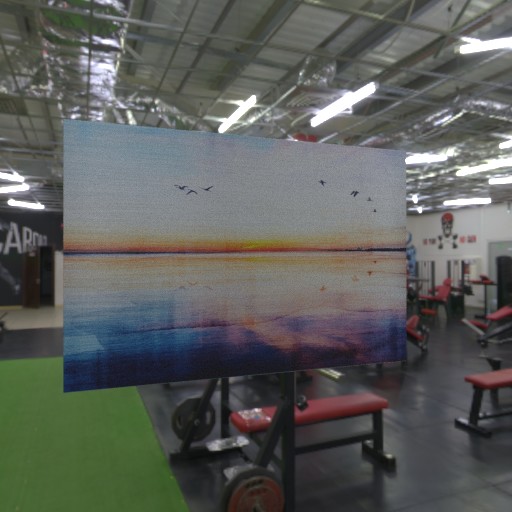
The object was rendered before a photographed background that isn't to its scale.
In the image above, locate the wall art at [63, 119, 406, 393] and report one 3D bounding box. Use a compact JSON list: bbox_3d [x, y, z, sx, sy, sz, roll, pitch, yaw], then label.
[{"bbox_3d":[0.000,0.000,1.425,1.137,0.756,0.034,0,0,-19],"label":"wall art"}]
